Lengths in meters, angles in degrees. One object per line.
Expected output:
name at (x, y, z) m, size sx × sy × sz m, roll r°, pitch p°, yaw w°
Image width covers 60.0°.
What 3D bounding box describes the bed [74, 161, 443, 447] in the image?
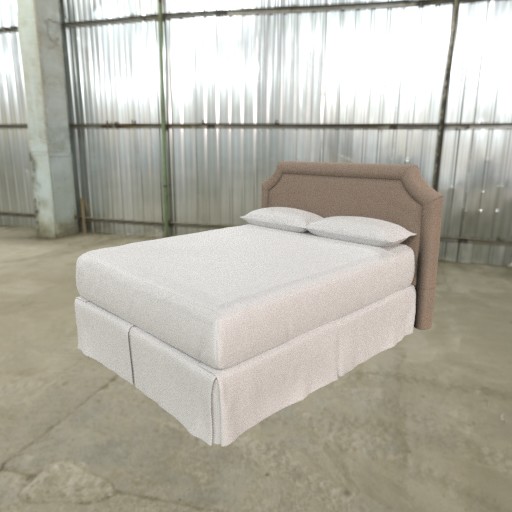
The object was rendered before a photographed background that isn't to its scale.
bed at (0.000, 0.000, 3.277) m, size 2.164 × 1.303 × 1.828 m, roll -13°, pitch 19°, yaw -43°
